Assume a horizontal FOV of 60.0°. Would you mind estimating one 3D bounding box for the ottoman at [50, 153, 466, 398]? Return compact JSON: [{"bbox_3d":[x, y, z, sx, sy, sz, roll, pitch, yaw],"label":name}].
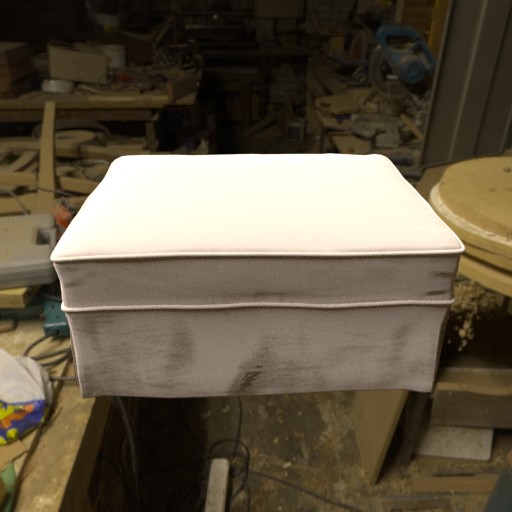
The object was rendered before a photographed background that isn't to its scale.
[{"bbox_3d":[0.000,0.000,1.306,0.944,0.479,0.703,-1,31,-2],"label":"ottoman"}]
